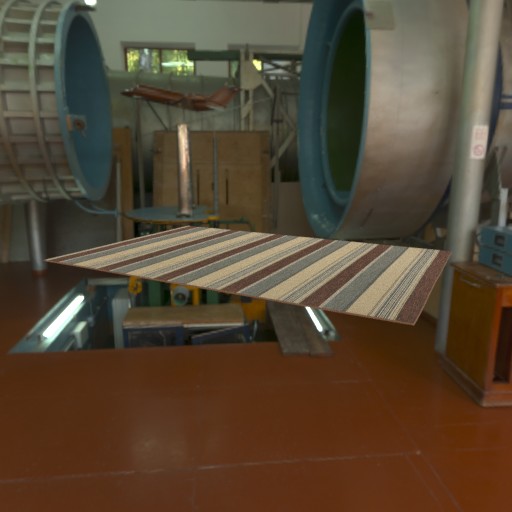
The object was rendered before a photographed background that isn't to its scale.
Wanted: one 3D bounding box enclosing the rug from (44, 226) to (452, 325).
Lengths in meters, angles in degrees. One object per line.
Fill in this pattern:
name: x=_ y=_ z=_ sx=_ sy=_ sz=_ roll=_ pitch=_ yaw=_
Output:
rug: x=0.000 y=0.000 z=2.377 sx=1.829 sy=0.008 sz=1.219 roll=7 pitch=15 yaw=28
